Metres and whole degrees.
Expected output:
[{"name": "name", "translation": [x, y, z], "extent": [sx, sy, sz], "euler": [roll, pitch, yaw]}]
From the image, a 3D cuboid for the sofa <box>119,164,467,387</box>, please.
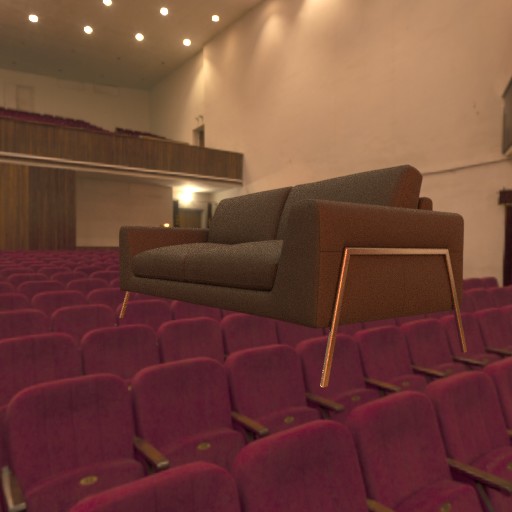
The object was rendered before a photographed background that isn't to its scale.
[{"name": "sofa", "translation": [0.000, 0.000, 2.573], "extent": [0.953, 0.875, 2.017], "euler": [0, 0, -36]}]
